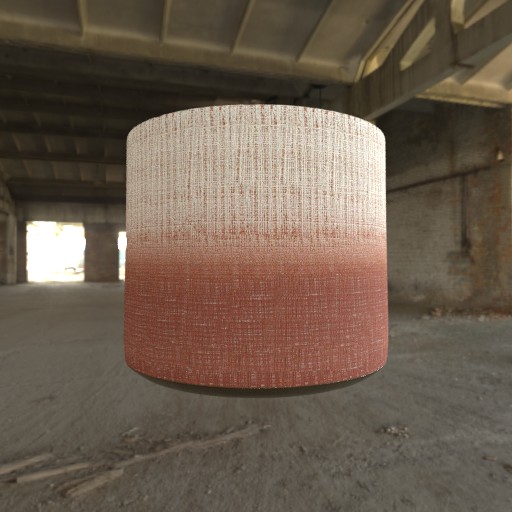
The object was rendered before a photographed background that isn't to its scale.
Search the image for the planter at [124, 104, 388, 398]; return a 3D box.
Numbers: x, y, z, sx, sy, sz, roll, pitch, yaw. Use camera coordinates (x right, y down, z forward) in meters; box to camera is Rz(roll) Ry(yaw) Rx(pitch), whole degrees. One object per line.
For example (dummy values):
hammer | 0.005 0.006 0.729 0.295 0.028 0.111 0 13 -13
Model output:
planter | 0.000 0.000 0.444 0.254 0.221 0.254 0 0 0
